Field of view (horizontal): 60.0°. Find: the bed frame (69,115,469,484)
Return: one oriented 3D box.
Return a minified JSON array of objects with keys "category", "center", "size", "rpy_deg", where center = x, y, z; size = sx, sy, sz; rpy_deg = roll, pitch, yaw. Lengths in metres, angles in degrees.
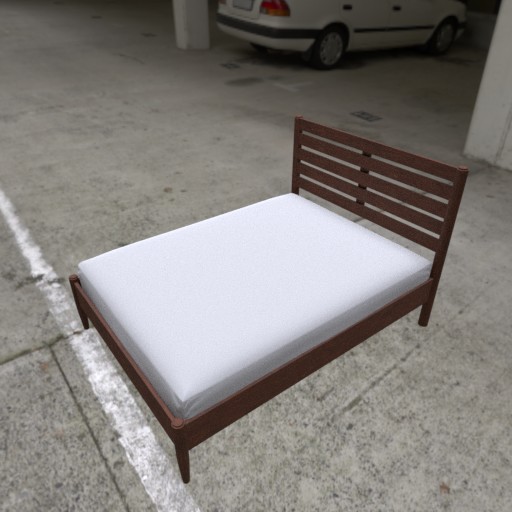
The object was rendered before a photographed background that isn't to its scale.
[{"category":"bed frame","center":[0.000,0.000,3.186],"size":[2.234,1.321,1.655],"rpy_deg":[-22,38,-31]}]
